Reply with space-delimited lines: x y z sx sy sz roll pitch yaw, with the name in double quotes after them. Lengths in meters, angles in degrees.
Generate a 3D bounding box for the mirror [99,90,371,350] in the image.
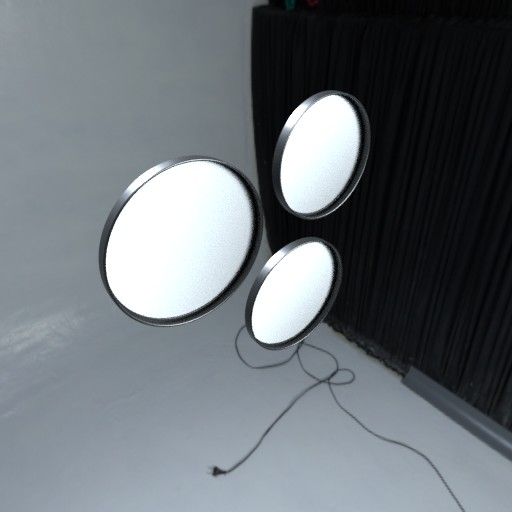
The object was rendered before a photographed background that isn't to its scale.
0.000 0.000 3.170 2.160 2.096 0.076 -22 37 -32 "mirror"
